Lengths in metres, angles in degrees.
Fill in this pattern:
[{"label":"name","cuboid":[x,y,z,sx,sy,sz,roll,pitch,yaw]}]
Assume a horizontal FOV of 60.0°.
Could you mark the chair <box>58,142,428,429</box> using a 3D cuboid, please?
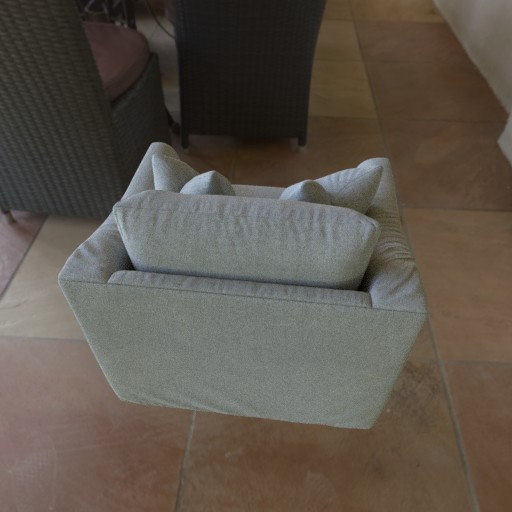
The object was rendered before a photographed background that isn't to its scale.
[{"label":"chair","cuboid":[0.000,0.000,1.978,1.194,1.059,1.071,5,47,5]}]
